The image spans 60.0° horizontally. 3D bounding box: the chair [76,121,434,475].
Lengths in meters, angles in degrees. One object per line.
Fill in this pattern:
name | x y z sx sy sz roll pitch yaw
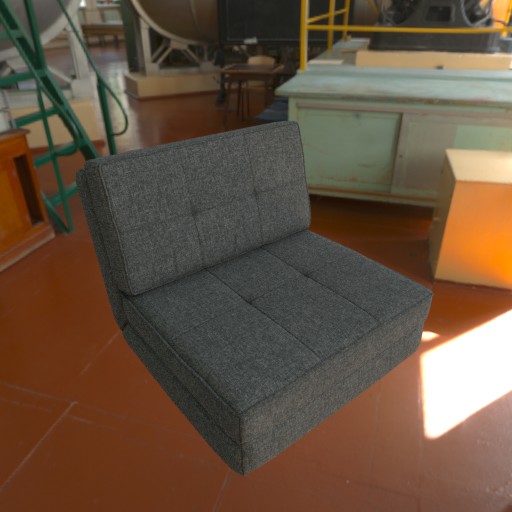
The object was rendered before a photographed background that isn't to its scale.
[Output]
chair | 0.000 0.000 1.323 0.740 0.615 0.800 -22 37 -33
